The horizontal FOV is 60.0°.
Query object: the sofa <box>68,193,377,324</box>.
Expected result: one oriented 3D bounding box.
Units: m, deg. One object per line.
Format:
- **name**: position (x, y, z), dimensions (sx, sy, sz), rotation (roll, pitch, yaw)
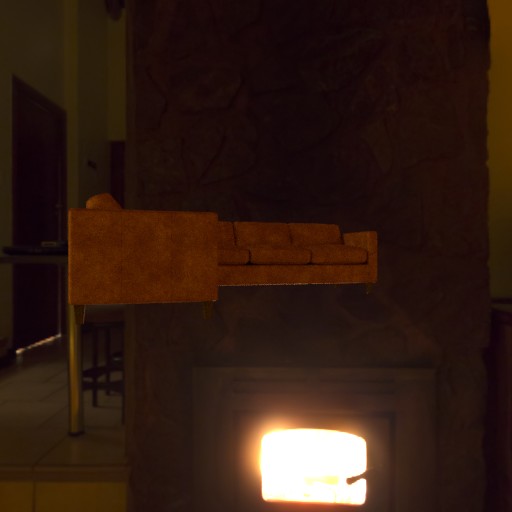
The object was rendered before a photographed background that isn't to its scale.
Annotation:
- **sofa**: position (0.000, 0.000, 4.289), dimensions (3.150, 0.838, 2.438), rotation (0, 0, -18)
